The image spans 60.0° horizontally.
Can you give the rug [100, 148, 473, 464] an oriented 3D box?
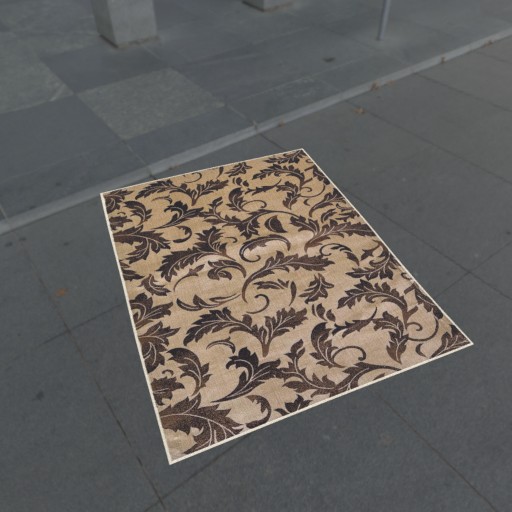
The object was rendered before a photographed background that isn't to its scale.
[{"bbox_3d":[0.000,0.000,4.025,2.380,0.008,2.977,-16,47,-15],"label":"rug"}]
